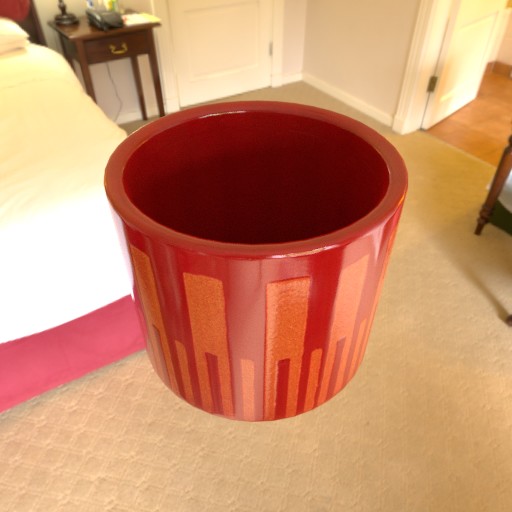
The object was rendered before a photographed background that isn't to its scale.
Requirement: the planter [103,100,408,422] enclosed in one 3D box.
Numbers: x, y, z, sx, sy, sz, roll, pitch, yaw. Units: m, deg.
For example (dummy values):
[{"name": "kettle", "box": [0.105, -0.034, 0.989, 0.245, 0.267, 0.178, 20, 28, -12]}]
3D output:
[{"name": "planter", "box": [0.000, 0.000, 0.407, 0.230, 0.202, 0.230, 0, 41, 0]}]
